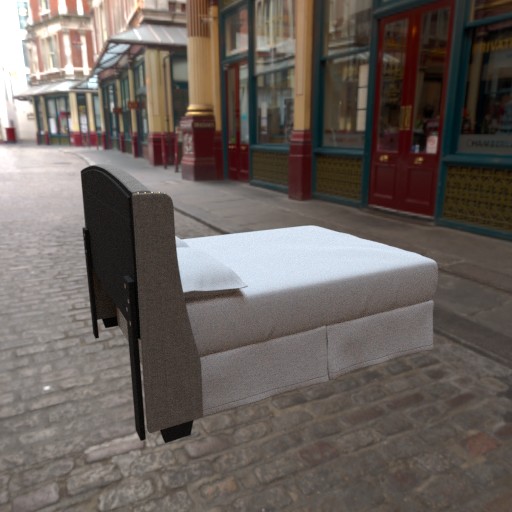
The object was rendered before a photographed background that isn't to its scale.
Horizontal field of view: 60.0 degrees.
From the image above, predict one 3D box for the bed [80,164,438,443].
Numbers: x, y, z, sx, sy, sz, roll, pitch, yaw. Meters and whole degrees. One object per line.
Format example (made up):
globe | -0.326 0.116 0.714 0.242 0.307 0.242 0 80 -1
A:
bed | 0.000 0.000 3.356 2.237 1.407 1.710 -8 17 -27
